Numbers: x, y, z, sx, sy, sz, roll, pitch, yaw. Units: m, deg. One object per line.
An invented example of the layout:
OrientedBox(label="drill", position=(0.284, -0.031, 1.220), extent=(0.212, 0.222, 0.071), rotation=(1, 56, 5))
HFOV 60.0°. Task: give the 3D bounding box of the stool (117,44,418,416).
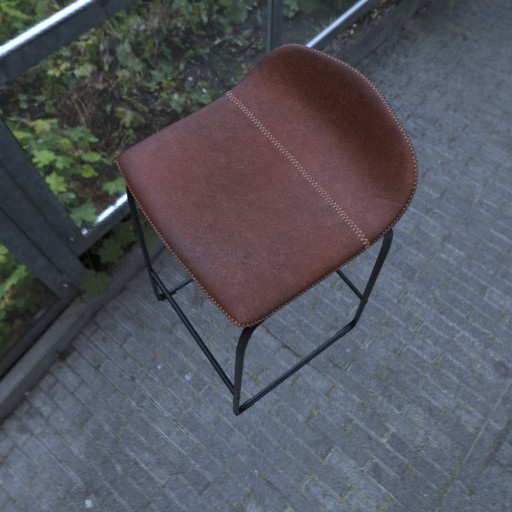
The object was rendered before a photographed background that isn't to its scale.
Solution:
OrientedBox(label="stool", position=(0.000, 0.000, 1.061), extent=(0.473, 0.830, 0.454), rotation=(-33, 69, -15))
